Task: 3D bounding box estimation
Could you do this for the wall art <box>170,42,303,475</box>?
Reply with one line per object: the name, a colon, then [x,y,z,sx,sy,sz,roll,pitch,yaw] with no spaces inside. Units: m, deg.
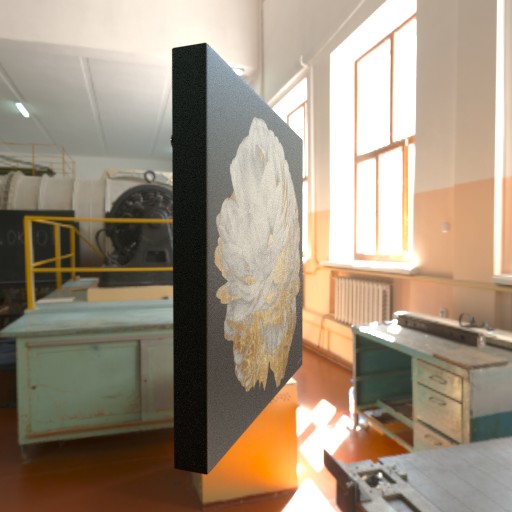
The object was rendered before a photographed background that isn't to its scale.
wall art: [0.000,0.000,0.612,0.041,0.407,0.406,1,2,19]
